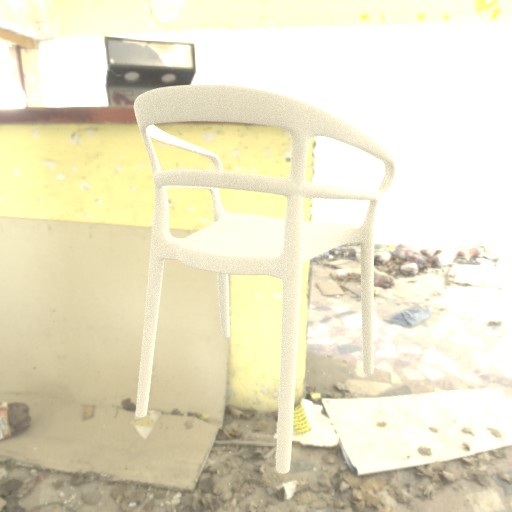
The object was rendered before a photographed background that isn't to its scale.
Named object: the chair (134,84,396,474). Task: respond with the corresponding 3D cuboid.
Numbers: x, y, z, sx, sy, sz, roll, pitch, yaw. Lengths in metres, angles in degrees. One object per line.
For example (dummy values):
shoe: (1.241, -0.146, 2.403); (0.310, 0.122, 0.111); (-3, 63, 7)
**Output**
chair: (0.000, 0.000, 1.114); (0.559, 0.761, 0.527); (8, 18, 28)
